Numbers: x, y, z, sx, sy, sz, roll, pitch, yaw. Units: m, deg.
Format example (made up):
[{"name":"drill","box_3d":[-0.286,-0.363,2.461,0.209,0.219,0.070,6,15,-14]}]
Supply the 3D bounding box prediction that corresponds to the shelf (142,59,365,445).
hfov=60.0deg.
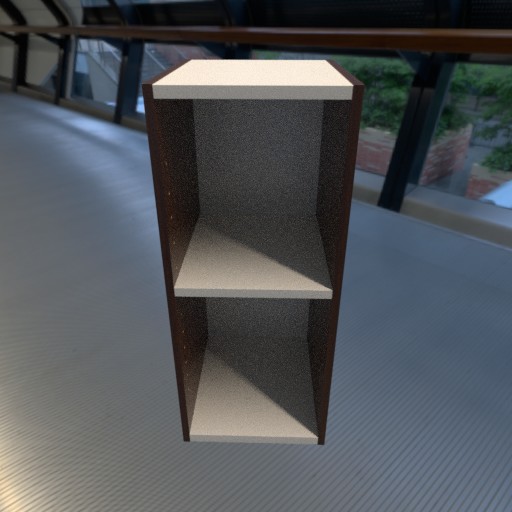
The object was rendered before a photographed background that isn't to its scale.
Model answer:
[{"name":"shelf","box_3d":[0.000,0.000,0.768,0.253,0.600,0.290,1,29,1]}]
